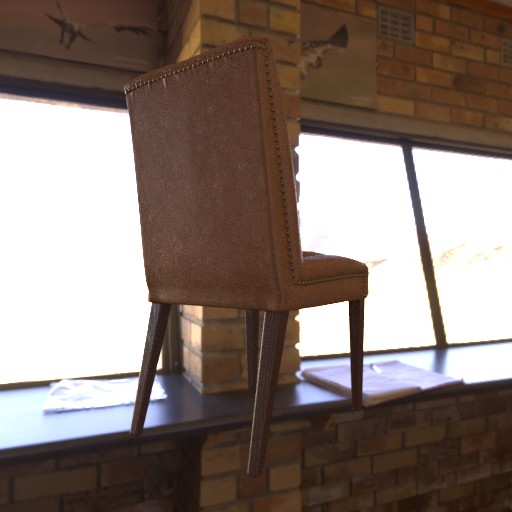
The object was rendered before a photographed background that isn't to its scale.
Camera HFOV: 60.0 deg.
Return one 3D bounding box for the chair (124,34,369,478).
[{"bbox_3d":[0.000,0.000,1.378,0.511,1.016,0.647,-1,-1,36],"label":"chair"}]
